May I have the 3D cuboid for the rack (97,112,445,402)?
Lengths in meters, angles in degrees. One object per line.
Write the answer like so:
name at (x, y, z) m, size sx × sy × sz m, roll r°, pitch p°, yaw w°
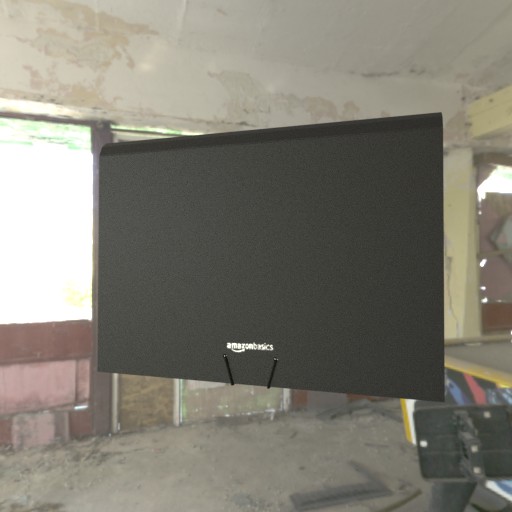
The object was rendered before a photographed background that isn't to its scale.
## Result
rack at (0.000, 0.000, 0.425) m, size 0.330 × 0.241 × 0.041 m, roll 0°, pitch -1°, yaw 17°
